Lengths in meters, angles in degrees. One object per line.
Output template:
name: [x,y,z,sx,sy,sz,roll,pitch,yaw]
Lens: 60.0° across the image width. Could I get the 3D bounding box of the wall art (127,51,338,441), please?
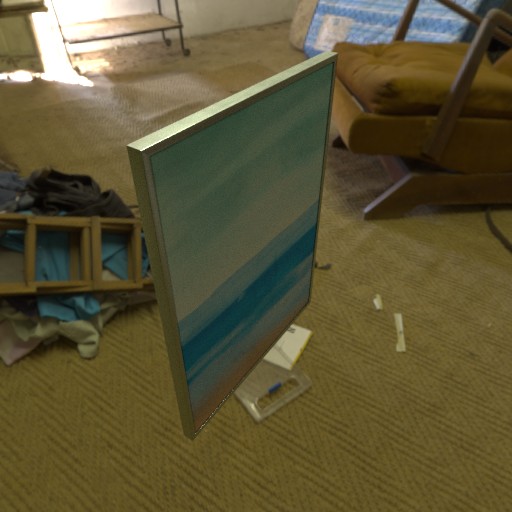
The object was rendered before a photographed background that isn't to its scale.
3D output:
wall art: [0.000,0.000,1.426,0.041,1.062,0.803,24,45,26]
